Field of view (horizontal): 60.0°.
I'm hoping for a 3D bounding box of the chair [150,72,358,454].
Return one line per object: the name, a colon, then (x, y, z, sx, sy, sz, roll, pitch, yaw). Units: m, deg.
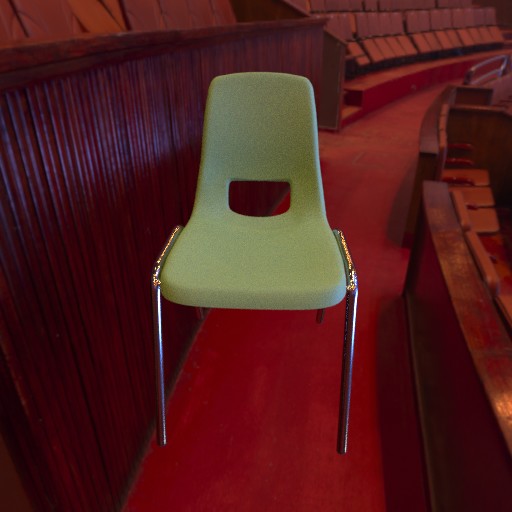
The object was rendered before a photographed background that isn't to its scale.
chair: (0.000, 0.000, 0.911, 0.381, 0.653, 0.436, 1, 30, 2)
